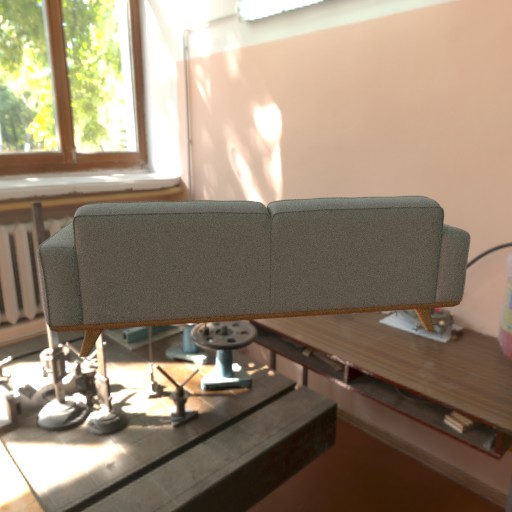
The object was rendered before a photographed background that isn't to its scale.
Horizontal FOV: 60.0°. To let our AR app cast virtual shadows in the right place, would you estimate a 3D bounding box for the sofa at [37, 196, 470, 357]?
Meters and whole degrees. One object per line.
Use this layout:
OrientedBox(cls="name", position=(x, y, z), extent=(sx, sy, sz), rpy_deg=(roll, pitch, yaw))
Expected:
OrientedBox(cls="sofa", position=(0.000, 0.000, 2.721), extent=(2.270, 0.781, 0.956), rpy_deg=(-2, 15, -9))
